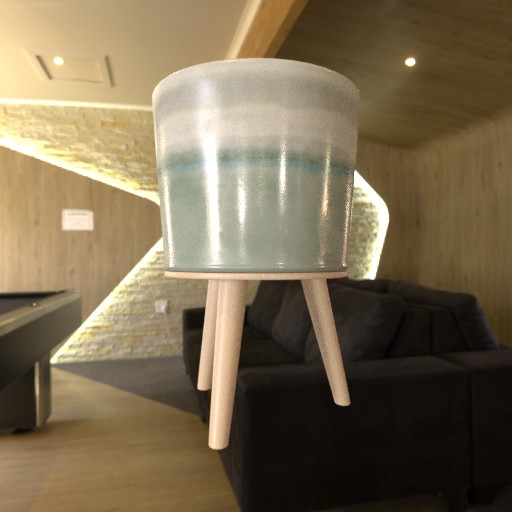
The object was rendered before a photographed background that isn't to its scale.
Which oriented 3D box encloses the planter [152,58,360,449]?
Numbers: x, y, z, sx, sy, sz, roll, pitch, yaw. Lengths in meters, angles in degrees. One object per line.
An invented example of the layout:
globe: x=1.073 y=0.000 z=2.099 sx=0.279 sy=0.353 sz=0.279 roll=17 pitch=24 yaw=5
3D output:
planter: x=0.000 y=0.000 z=0.579 sx=0.265 sy=0.404 sz=0.265 roll=0 pitch=0 yaw=2
